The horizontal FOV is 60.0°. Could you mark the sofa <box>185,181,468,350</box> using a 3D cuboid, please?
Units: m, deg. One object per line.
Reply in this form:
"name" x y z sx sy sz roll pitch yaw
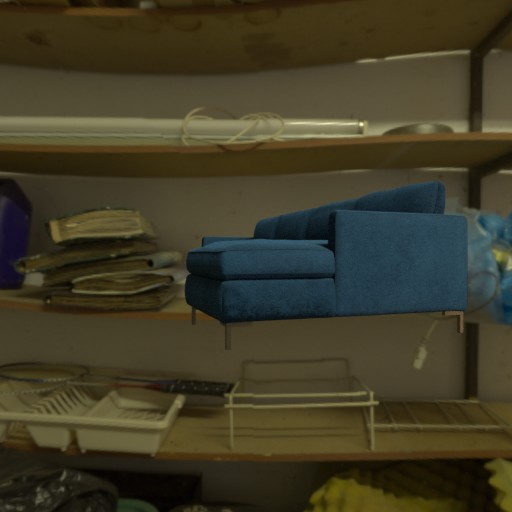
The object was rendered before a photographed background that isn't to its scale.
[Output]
"sofa" 0.000 0.000 3.436 1.350 0.810 2.932 0 0 -19
